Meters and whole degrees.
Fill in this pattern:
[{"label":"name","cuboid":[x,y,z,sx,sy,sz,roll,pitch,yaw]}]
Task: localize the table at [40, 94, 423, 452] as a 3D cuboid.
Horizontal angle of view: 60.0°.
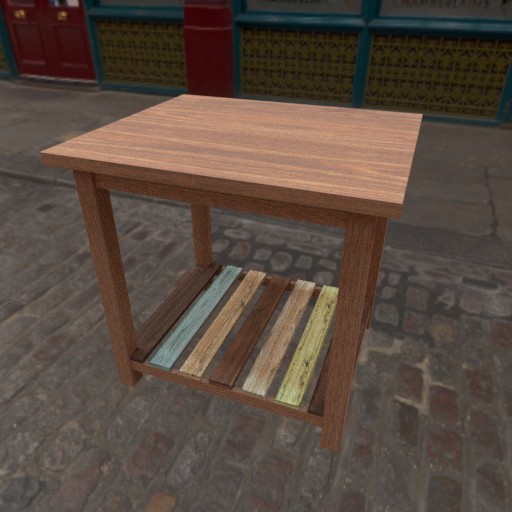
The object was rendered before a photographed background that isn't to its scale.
[{"label":"table","cuboid":[0.000,0.000,1.124,0.660,0.635,0.559,11,33,18]}]
